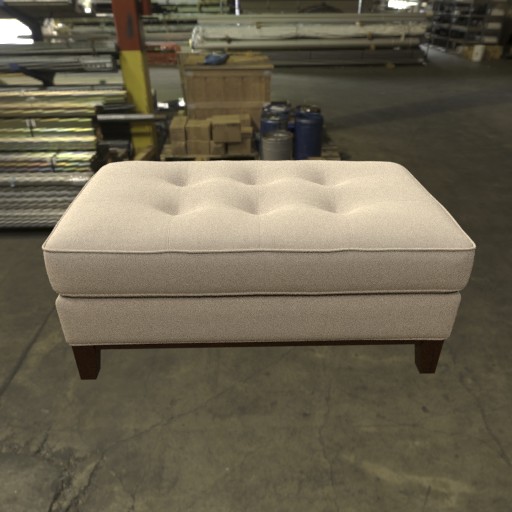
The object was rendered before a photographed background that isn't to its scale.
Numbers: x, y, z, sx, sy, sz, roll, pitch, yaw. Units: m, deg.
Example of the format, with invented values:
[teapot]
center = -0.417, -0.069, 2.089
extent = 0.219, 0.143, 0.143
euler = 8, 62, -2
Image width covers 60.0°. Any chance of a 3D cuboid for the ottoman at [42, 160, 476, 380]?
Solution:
[ottoman]
center = 0.000, 0.000, 1.488
extent = 1.143, 0.508, 0.648
euler = -1, 31, -1
